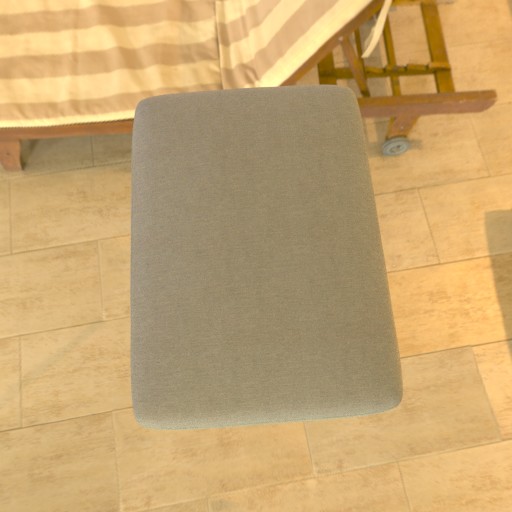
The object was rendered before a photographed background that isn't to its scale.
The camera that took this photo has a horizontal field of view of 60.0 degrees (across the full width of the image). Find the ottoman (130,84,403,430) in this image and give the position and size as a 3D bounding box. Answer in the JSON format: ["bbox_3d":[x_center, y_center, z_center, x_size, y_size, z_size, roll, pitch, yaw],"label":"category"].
[{"bbox_3d":[0.000,0.000,1.053,0.528,0.404,0.735,-4,73,-1],"label":"ottoman"}]
